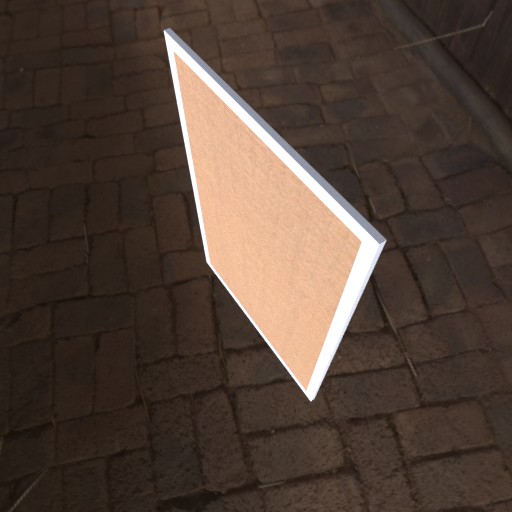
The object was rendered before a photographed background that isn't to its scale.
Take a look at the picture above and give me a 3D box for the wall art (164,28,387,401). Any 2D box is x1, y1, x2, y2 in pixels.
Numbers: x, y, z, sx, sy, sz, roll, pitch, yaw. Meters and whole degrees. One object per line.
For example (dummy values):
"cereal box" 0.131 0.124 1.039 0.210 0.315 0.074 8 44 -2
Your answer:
"wall art" 0.000 0.000 1.213 0.015 0.965 0.660 -31 63 -17
